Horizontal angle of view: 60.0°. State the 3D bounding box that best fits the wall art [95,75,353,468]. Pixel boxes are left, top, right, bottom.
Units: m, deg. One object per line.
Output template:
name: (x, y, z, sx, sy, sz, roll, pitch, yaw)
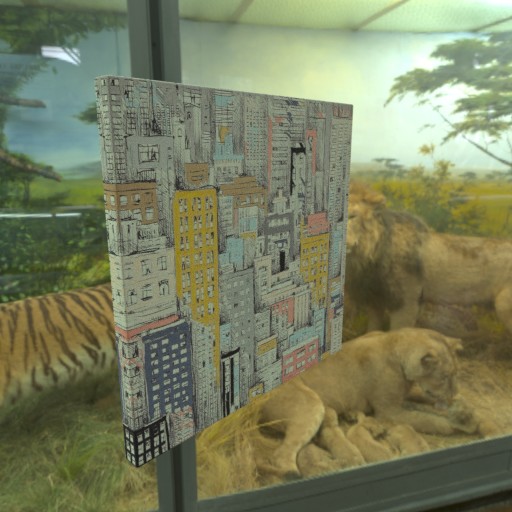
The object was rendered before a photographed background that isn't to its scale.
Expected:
wall art: (0.000, 0.000, 1.104, 0.048, 0.762, 0.761, 13, 19, 42)
